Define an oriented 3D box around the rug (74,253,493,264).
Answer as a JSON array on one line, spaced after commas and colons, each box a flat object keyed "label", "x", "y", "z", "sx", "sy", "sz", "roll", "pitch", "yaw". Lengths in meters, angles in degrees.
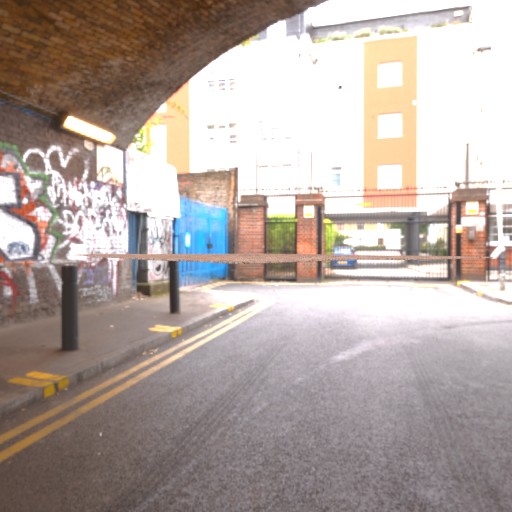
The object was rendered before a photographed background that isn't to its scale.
[{"label": "rug", "x": 0.000, "y": 0.000, "z": 4.017, "sx": 2.430, "sy": 0.030, "sz": 3.054, "roll": -1, "pitch": 1, "yaw": -36}]
